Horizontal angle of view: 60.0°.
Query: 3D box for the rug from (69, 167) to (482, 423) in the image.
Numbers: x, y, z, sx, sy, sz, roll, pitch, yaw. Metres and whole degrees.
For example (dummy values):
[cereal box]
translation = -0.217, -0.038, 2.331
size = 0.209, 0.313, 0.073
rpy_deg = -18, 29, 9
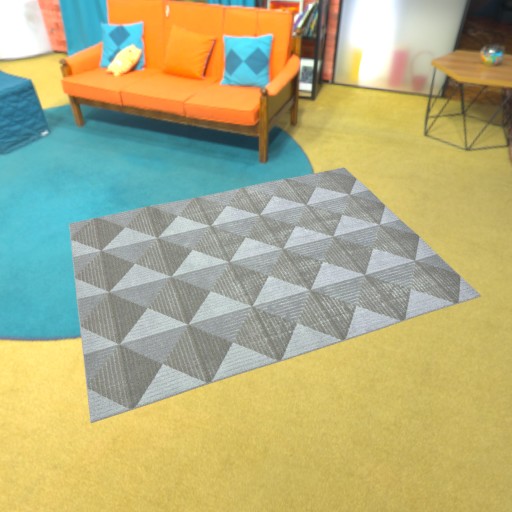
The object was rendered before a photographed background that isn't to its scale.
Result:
[rug]
translation = 0.000, 0.000, 4.309
size = 3.333, 0.027, 2.428
rpy_deg = -14, 43, -16
